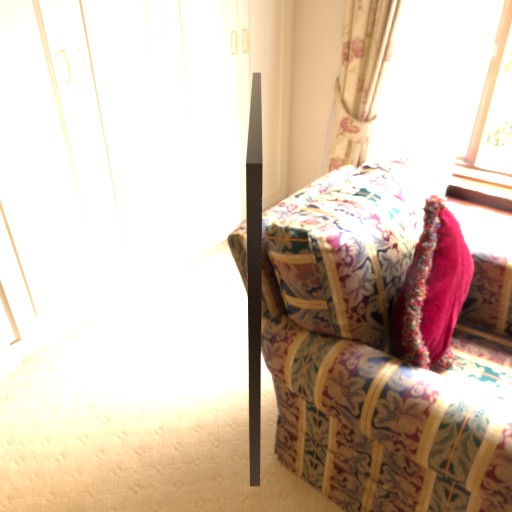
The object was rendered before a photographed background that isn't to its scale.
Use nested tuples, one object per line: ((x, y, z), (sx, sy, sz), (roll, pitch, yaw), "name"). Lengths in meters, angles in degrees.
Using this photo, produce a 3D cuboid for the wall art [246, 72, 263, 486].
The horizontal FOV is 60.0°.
((0.000, 0.000, 0.663), (0.014, 0.445, 0.446), (0, 31, 0), "wall art")
